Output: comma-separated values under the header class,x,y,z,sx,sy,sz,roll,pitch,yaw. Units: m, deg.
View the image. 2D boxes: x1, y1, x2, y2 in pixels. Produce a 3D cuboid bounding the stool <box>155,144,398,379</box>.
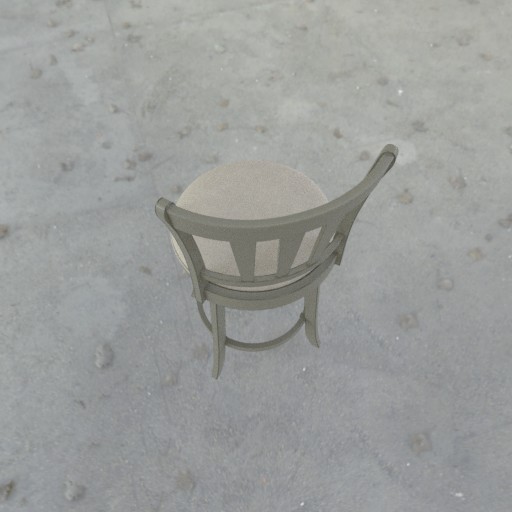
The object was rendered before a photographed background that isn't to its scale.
class,x,y,z,sx,sy,sz,roll,pitch,yaw
stool,0.000,0.000,1.262,0.450,0.994,0.486,-15,59,-9
